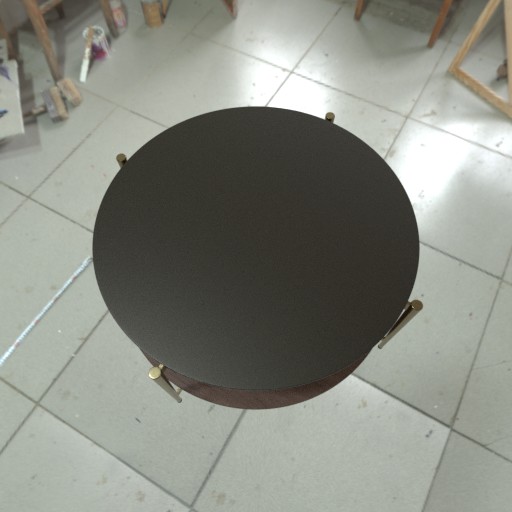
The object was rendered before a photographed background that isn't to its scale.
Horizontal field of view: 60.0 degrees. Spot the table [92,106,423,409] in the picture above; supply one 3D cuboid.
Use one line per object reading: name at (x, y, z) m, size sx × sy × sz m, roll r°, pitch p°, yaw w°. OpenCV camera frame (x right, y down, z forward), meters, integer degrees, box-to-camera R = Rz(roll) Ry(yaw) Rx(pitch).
table at (0.000, 0.000, 1.465) m, size 0.938 × 0.400 × 0.938 m, roll 0°, pitch 63°, yaw 0°
